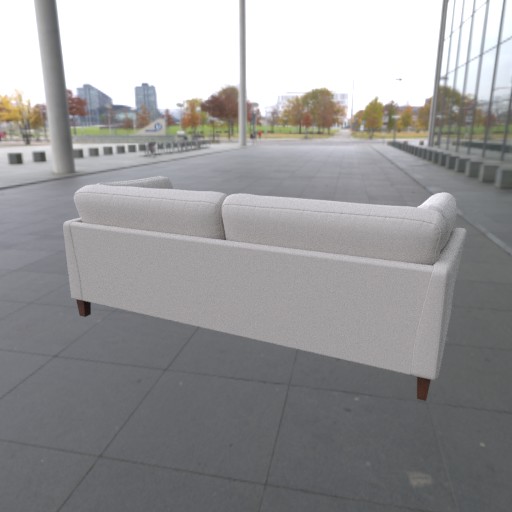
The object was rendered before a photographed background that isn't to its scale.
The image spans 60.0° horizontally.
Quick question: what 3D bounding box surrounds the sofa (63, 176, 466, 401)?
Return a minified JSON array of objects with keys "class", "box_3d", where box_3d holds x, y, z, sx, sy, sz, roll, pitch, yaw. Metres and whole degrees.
[{"class":"sofa","box_3d":[0.000,0.000,2.745,2.301,0.863,0.957,8,18,25]}]
